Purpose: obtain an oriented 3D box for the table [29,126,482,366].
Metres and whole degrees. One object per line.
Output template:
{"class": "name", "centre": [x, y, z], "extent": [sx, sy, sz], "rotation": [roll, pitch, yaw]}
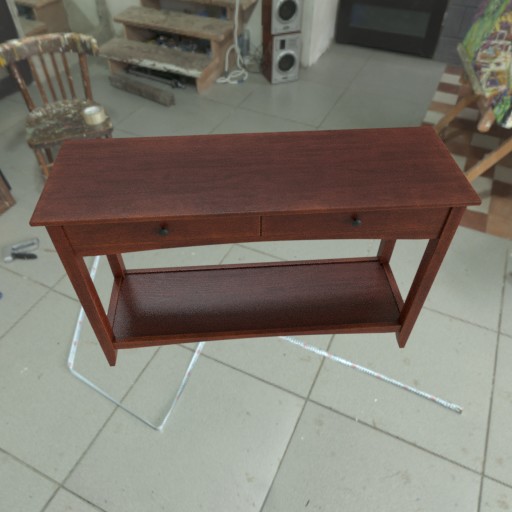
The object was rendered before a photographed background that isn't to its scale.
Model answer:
{"class": "table", "centre": [0.000, 0.000, 1.556], "extent": [1.188, 0.739, 0.392], "rotation": [-3, 46, -3]}
